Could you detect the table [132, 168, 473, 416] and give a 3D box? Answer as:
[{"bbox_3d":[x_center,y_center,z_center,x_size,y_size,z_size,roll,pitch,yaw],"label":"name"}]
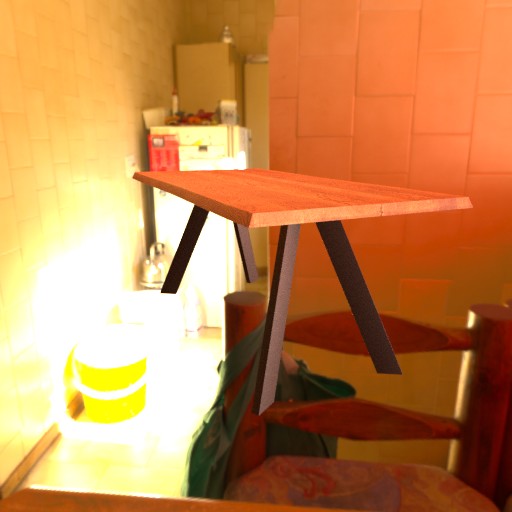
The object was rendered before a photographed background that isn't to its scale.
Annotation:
[{"bbox_3d":[0.000,0.000,2.300,0.900,0.770,1.800,-7,16,-24],"label":"table"}]
